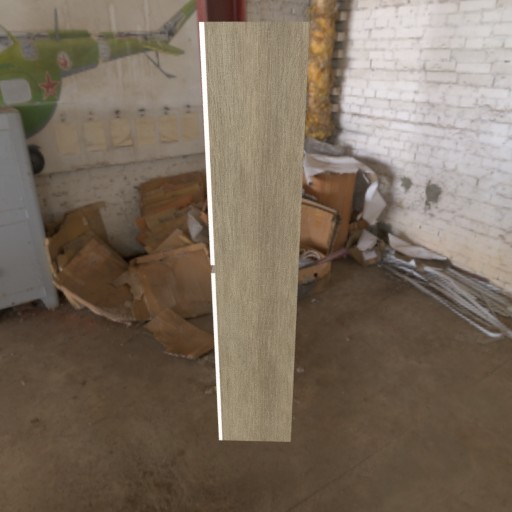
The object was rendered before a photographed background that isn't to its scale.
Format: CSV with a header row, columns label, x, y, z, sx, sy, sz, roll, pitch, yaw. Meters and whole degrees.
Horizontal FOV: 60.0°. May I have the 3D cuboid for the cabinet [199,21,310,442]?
label,x,y,z,sx,sy,sz,roll,pitch,yaw
cabinet,0.000,0.000,1.513,0.270,1.400,0.300,1,25,2
